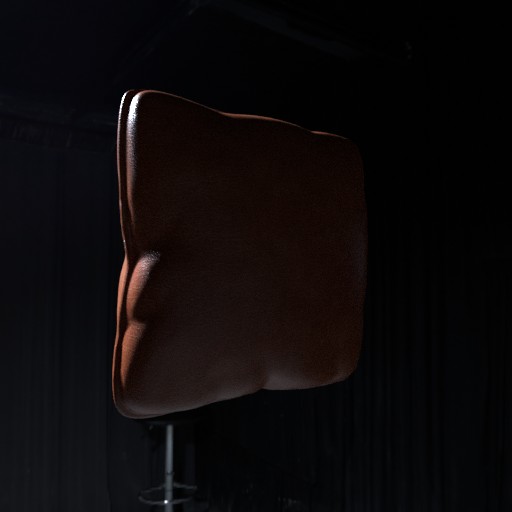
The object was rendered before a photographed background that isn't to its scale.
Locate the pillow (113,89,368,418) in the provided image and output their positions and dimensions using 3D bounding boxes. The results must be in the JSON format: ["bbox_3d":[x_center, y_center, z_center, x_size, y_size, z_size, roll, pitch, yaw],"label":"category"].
[{"bbox_3d":[0.000,0.000,0.826,0.532,0.523,0.236,1,-2,-35],"label":"pillow"}]
